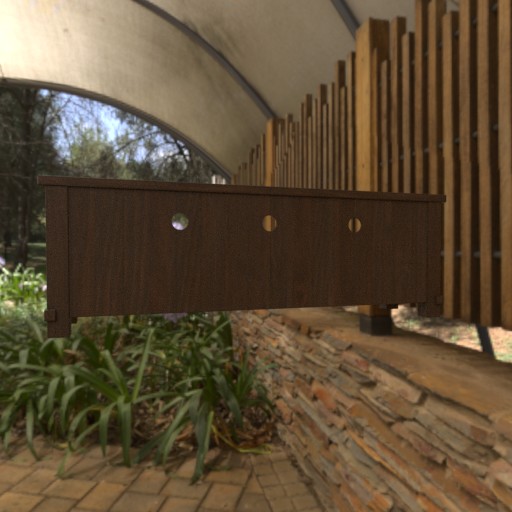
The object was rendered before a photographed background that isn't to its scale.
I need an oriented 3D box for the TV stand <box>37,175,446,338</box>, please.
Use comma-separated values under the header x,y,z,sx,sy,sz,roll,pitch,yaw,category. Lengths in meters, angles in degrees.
x,y,z,sx,sy,sz,roll,pitch,yaw,category
0.000,0.000,2.163,1.866,0.615,0.471,0,0,-18,TV stand
